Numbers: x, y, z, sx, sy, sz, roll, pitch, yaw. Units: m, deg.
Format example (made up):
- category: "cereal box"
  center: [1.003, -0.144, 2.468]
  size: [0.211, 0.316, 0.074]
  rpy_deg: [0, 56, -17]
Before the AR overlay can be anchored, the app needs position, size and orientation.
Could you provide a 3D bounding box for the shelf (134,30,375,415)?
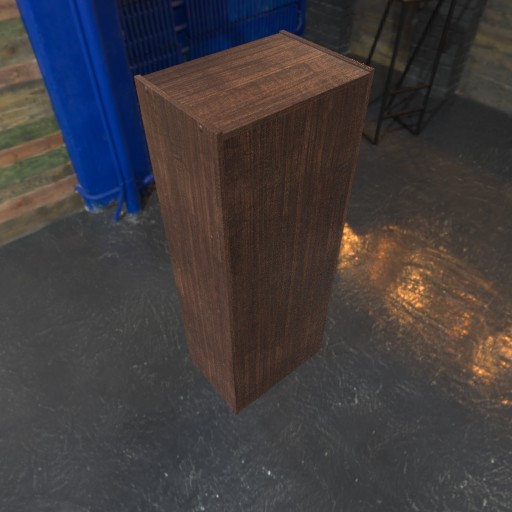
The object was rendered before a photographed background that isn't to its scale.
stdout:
- category: "shelf"
  center: [0.000, 0.000, 1.317]
  size: [0.415, 1.099, 0.290]
  rpy_deg: [-30, 53, -26]
